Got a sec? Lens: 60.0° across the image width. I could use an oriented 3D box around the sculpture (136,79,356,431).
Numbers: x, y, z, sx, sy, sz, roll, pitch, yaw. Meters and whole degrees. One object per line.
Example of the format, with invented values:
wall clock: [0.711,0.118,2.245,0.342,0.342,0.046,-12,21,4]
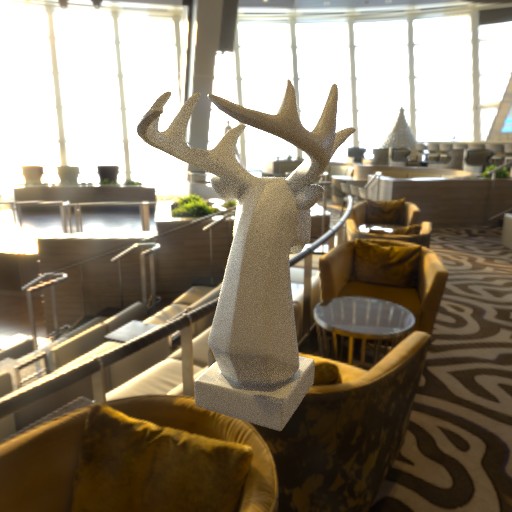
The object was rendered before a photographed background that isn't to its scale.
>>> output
sculpture: [0.000,0.000,0.463,0.174,0.329,0.224,7,16,25]
